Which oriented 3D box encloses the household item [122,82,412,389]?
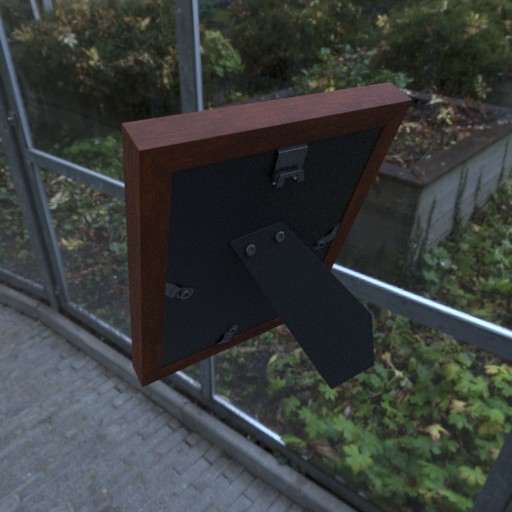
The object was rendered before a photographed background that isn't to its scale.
[{"bbox_3d":[0.000,0.000,0.288,0.160,0.204,0.096,-19,37,-28],"label":"household item"}]
